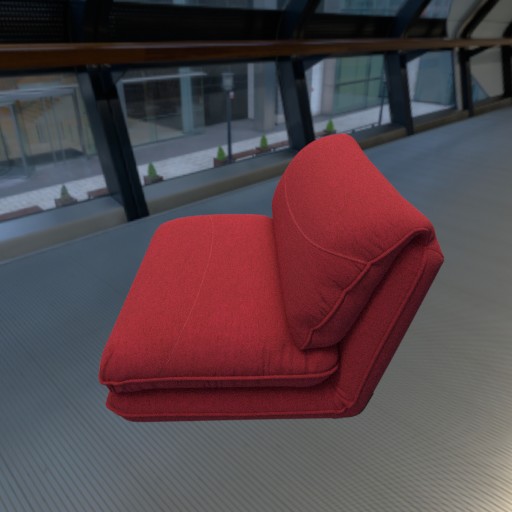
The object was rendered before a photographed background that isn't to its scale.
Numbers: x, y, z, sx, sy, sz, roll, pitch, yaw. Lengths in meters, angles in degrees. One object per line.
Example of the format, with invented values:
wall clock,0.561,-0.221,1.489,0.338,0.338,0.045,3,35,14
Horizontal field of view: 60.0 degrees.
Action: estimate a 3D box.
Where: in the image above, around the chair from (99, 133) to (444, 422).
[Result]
chair,0.000,0.000,1.333,0.780,0.580,0.820,-1,28,-1
